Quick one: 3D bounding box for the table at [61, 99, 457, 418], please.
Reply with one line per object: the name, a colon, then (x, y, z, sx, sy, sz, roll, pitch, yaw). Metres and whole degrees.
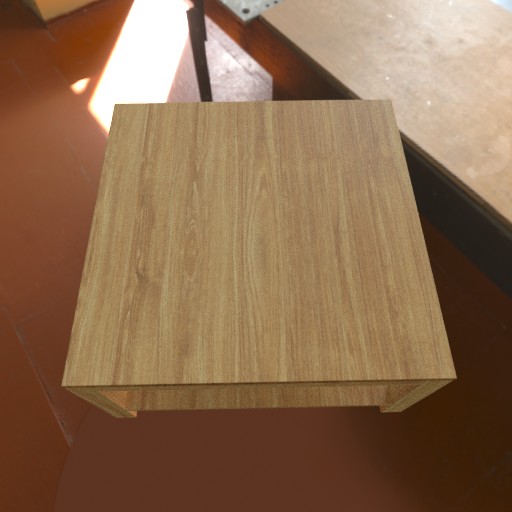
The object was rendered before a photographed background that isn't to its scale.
table: (0.000, 0.000, 1.421, 0.900, 0.450, 0.900, -1, 61, -1)
